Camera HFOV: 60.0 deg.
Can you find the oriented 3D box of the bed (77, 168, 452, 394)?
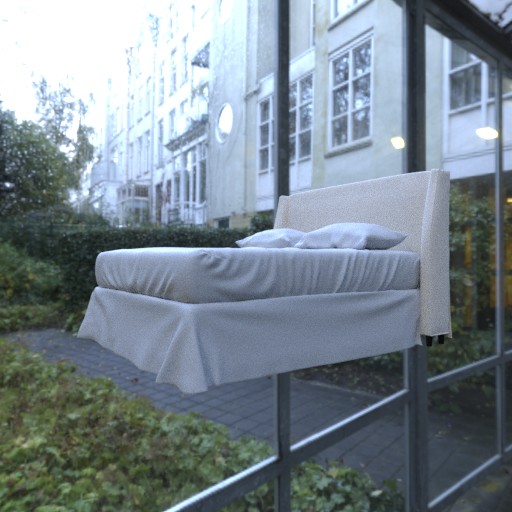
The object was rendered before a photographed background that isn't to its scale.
[{"bbox_3d":[0.000,0.000,3.455,2.276,1.332,1.925,0,0,-35],"label":"bed"}]
